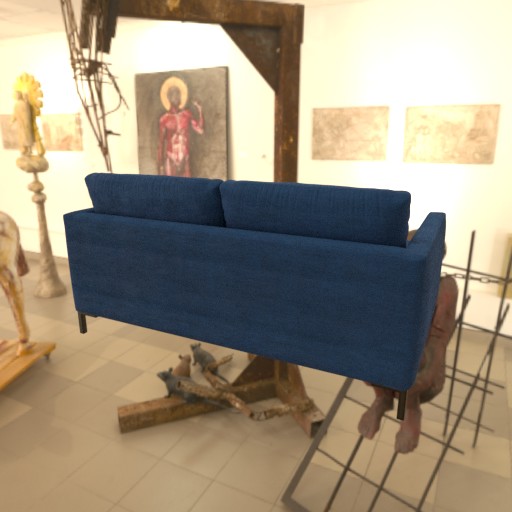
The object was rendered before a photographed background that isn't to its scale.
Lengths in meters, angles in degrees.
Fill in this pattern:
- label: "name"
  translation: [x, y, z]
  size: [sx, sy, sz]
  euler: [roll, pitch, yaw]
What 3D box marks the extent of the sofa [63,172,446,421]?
- label: "sofa"
  translation: [0.000, 0.000, 2.193]
  size: [1.676, 0.817, 0.875]
  euler: [8, 18, 25]
